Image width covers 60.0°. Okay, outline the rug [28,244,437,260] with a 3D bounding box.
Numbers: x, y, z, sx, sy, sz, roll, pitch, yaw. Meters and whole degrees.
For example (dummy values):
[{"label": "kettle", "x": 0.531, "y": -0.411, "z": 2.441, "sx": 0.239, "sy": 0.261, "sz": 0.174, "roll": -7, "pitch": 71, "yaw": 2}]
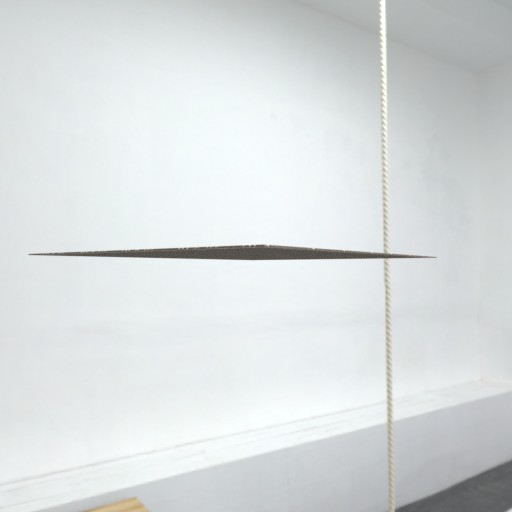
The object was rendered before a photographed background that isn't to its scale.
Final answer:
[{"label": "rug", "x": 0.000, "y": 0.000, "z": 4.179, "sx": 2.457, "sy": 0.012, "sz": 3.062, "roll": -1, "pitch": -2, "yaw": 37}]
